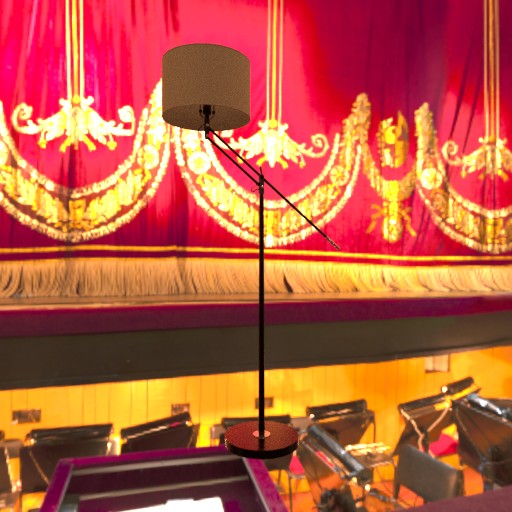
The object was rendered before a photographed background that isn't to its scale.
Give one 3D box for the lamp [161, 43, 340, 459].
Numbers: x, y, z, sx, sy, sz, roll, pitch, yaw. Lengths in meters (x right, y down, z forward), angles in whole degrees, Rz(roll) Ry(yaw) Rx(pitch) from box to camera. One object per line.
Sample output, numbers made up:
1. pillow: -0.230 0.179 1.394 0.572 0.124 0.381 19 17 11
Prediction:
1. lamp: 0.000 0.000 1.935 0.809 1.635 0.373 0 0 -16
